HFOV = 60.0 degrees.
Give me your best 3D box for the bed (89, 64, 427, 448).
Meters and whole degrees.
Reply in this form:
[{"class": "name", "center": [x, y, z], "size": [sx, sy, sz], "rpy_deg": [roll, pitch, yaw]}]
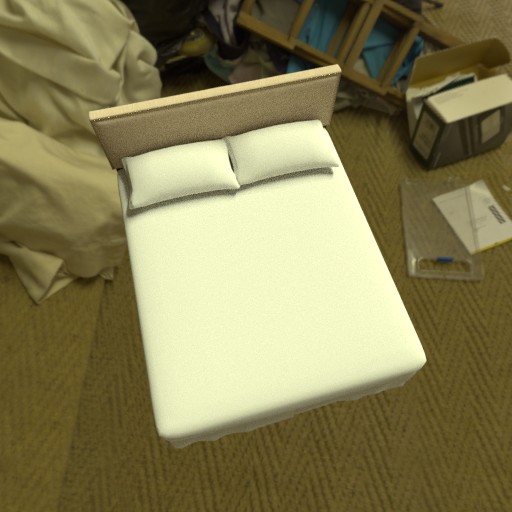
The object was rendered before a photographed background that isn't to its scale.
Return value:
[{"class": "bed", "center": [0.000, 0.000, 2.768], "size": [1.616, 1.016, 1.876], "rpy_deg": [-13, 64, -7]}]
